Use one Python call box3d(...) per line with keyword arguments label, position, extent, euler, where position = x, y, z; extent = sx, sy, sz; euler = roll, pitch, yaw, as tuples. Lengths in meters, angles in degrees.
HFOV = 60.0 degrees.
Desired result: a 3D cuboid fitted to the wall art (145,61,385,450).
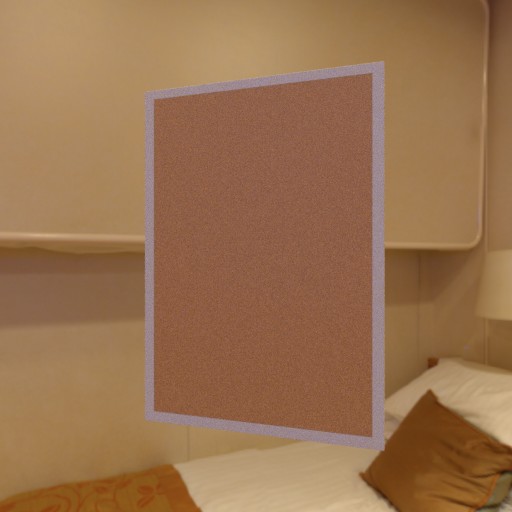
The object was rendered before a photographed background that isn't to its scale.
box3d(label="wall art", position=(0.000, 0.000, 0.544), extent=(0.303, 0.433, 0.013), euler=(0, 0, 18))
